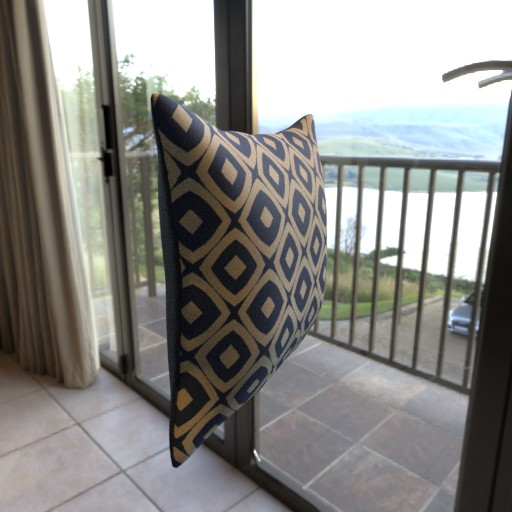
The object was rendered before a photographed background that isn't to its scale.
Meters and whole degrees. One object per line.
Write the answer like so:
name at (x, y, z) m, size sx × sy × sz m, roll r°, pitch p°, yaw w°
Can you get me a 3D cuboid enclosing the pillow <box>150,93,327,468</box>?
pillow at (0.000, 0.000, 0.769) m, size 0.188 × 0.494 × 0.504 m, roll 7°, pitch 16°, yaw 26°
